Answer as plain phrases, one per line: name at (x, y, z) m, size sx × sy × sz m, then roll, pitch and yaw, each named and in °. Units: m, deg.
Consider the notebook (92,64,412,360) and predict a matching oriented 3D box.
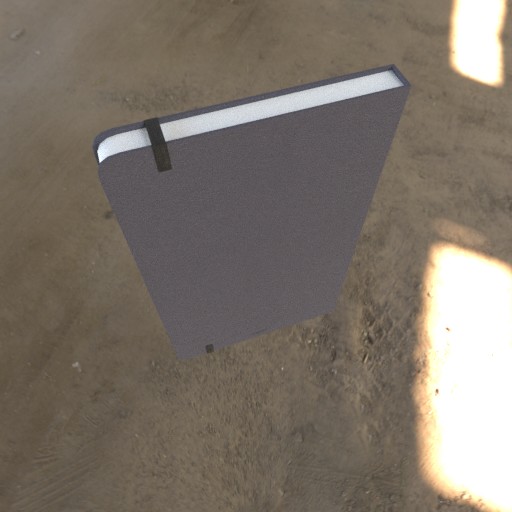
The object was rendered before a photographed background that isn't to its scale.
notebook at (0.000, 0.000, 0.259) m, size 0.127 × 0.213 × 0.016 m, roll -16°, pitch 59°, yaw -10°
